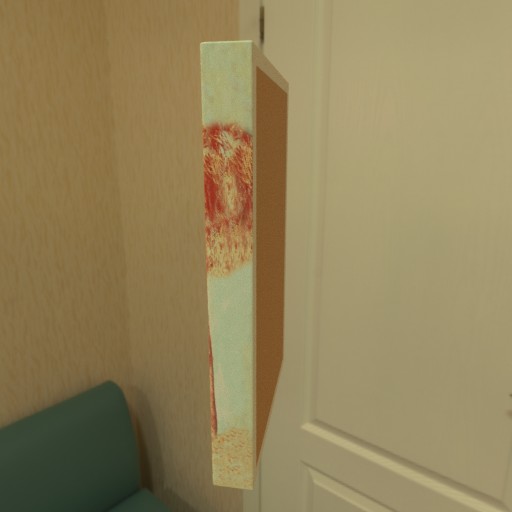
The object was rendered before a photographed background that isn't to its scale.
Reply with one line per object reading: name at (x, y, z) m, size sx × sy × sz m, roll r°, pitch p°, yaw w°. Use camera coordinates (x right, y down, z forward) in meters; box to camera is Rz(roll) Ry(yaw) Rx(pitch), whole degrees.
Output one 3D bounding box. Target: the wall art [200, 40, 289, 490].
wall art at (0.000, 0.000, 0.481) m, size 0.039 × 0.380 × 0.251 m, roll 3°, pitch 15°, yaw 10°
